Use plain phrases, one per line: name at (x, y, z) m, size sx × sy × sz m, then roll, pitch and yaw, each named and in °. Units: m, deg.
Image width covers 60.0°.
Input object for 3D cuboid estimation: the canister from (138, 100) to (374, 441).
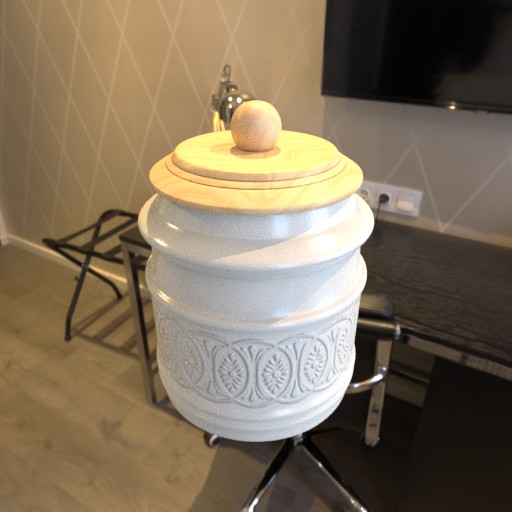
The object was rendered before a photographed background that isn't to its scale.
canister at (0.000, 0.000, 0.264) m, size 0.130 × 0.176 × 0.130 m, roll 0°, pitch 29°, yaw 0°
